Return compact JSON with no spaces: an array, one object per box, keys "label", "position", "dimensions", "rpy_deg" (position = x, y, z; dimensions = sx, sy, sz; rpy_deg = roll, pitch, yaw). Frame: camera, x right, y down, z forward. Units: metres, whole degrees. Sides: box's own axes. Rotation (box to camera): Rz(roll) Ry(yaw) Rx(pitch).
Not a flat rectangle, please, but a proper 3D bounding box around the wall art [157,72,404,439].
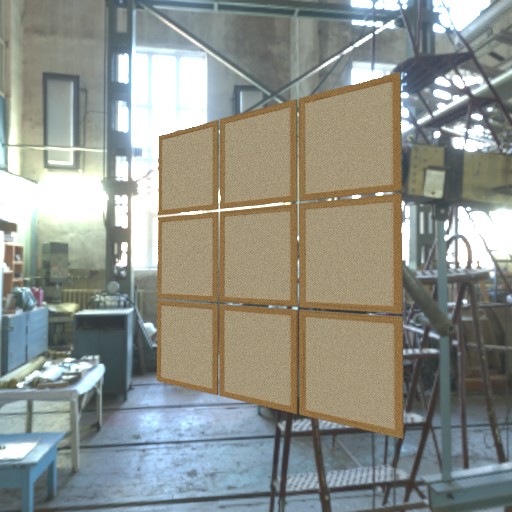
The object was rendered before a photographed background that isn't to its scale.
[{"label":"wall art","position":[0.000,0.000,2.297],"dimensions":[1.517,1.523,0.013],"rpy_deg":[-1,-2,37]}]
